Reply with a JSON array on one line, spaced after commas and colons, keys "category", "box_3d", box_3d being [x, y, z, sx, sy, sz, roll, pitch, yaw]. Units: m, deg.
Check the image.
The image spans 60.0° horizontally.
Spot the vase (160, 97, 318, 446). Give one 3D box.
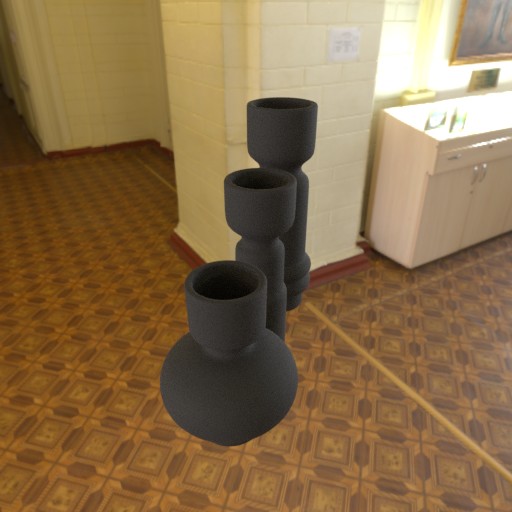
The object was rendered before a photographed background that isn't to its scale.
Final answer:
[{"category": "vase", "box_3d": [0.000, 0.000, 0.433, 0.120, 0.249, 0.307, 7, 30, 12]}]
